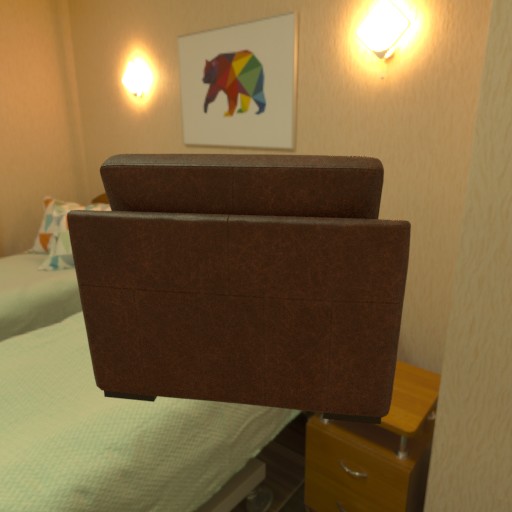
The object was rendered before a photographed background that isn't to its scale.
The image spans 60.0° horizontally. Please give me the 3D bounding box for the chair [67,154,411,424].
[{"bbox_3d":[0.000,0.000,2.000,1.168,0.939,1.143,3,16,9],"label":"chair"}]
